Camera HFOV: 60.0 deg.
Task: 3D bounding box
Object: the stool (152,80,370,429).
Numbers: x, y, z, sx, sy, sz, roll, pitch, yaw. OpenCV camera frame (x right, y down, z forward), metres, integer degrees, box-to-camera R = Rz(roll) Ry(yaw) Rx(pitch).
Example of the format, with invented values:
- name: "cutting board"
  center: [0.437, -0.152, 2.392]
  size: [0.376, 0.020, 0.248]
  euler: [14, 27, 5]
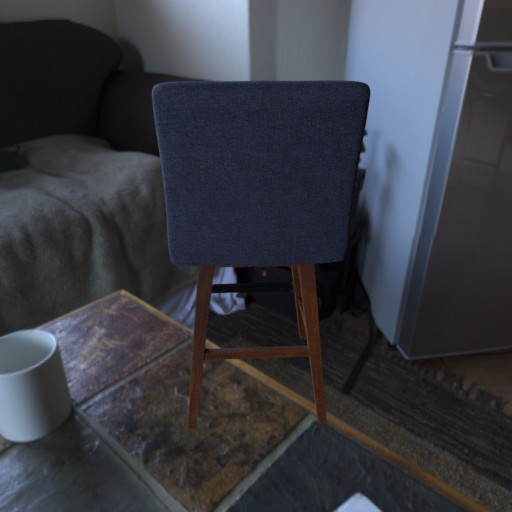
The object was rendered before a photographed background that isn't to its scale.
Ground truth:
- name: "stool"
  center: [0.000, 0.000, 1.357]
  size: [0.489, 1.068, 0.572]
  euler: [-1, 29, -3]
